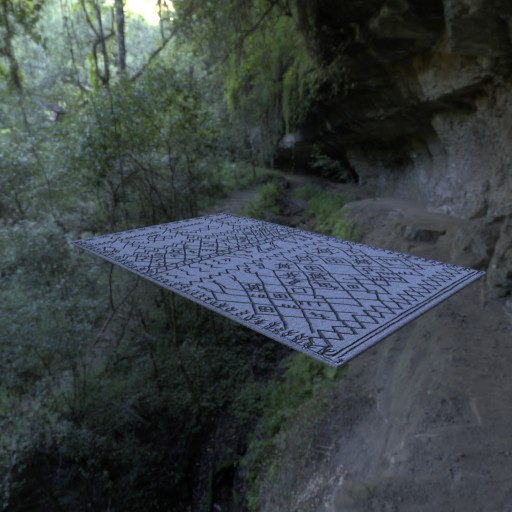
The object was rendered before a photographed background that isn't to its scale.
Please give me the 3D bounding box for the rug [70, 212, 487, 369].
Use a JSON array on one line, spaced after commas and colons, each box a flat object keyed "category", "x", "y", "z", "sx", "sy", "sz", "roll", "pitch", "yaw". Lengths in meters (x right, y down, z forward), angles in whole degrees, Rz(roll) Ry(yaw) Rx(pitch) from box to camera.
[{"category": "rug", "x": 0.000, "y": 0.000, "z": 3.007, "sx": 1.526, "sy": 0.012, "sz": 2.444, "roll": -16, "pitch": 24, "yaw": -42}]
